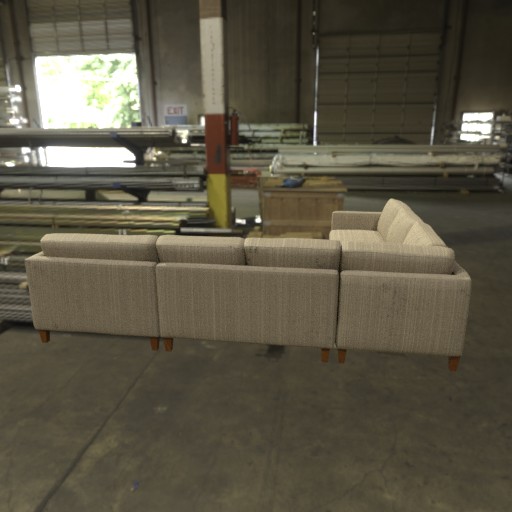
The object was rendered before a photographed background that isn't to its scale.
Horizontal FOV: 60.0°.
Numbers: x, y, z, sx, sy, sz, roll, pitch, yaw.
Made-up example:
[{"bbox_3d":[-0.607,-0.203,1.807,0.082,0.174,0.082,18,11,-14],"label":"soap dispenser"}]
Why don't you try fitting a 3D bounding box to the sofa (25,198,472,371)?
[{"bbox_3d":[0.000,0.000,4.603,3.460,0.961,2.594,2,16,8],"label":"sofa"}]
